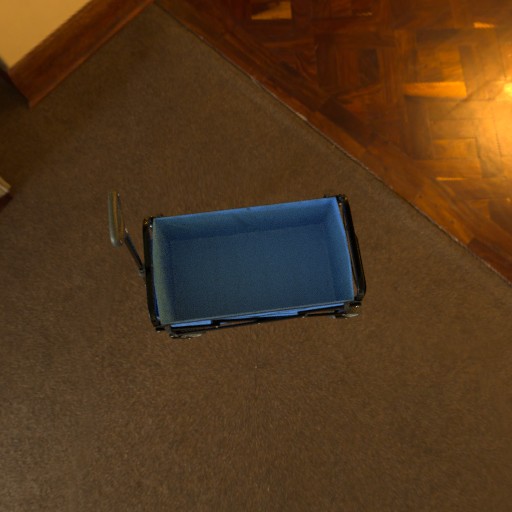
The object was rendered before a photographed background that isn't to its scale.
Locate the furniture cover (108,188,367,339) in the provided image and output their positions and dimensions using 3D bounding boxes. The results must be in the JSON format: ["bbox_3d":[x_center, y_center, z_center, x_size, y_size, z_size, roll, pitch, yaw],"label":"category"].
[{"bbox_3d":[0.000,0.000,1.772,1.038,1.295,0.532,-7,76,-2],"label":"furniture cover"}]
